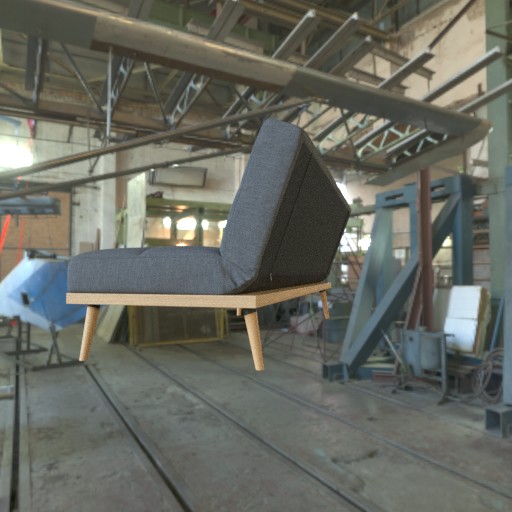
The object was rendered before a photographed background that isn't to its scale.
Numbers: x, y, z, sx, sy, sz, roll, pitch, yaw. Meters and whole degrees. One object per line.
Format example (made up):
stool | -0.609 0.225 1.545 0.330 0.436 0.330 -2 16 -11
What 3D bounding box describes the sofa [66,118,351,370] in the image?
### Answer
sofa | 0.000 0.000 2.241 0.820 0.770 1.820 -1 -2 17
